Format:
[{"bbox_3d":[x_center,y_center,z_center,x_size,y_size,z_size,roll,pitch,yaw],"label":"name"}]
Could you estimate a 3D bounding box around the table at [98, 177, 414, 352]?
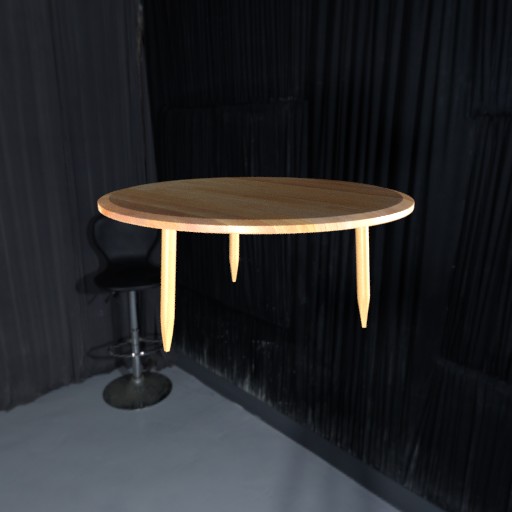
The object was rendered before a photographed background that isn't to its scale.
[{"bbox_3d":[0.000,0.000,1.385,0.900,0.400,0.900,0,16,0],"label":"table"}]
